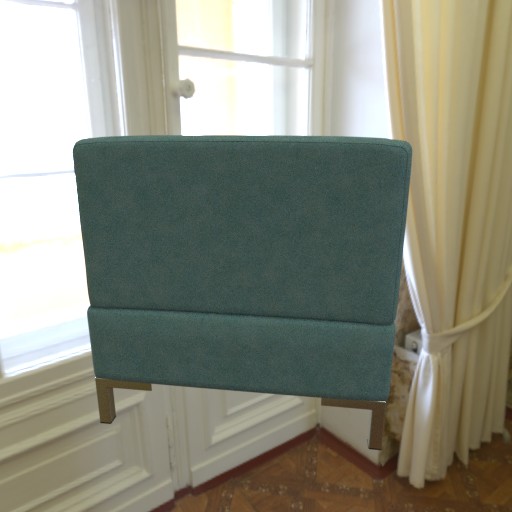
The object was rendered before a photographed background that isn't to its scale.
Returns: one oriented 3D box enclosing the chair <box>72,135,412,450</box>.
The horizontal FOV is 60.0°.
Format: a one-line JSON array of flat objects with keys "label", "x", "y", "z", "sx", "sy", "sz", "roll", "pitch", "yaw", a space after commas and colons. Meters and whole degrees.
[{"label": "chair", "x": 0.000, "y": 0.000, "z": 1.226, "sx": 0.684, "sy": 0.660, "sz": 0.685, "roll": 2, "pitch": 17, "yaw": 8}]
